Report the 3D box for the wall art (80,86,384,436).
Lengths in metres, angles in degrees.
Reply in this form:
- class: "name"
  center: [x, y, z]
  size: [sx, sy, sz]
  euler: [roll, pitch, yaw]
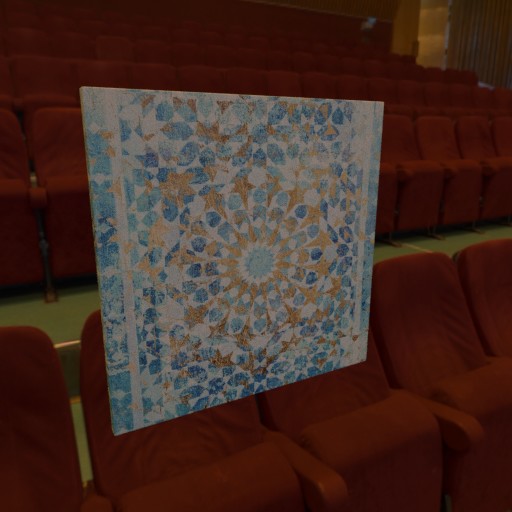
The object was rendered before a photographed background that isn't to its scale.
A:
- class: "wall art"
  center: [0.000, 0.000, 1.345]
  size: [0.916, 0.916, 0.040]
  euler: [-8, 17, -27]
